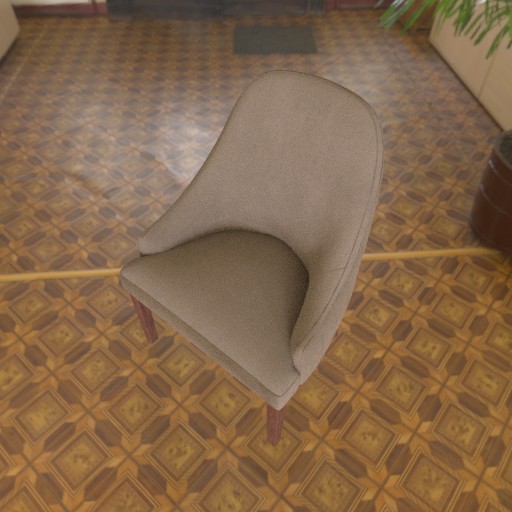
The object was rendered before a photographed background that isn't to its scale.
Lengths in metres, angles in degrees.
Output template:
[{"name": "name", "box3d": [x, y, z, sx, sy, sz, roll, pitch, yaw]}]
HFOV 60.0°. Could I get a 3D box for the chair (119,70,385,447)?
[{"name": "chair", "box3d": [0.000, 0.000, 1.318, 0.643, 0.889, 0.575, 32, 55, 26]}]
